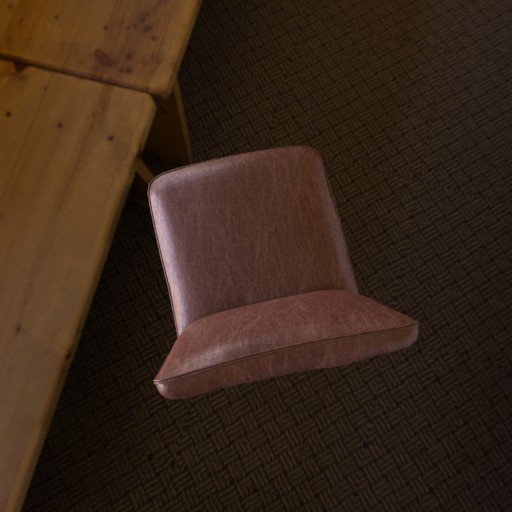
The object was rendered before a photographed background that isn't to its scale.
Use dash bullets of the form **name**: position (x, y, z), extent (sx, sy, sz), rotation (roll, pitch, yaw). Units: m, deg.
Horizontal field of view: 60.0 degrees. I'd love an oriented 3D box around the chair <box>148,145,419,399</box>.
- **chair**: position (0.000, 0.000, 1.213), extent (0.543, 0.803, 0.645), rotation (-17, 78, -4)
